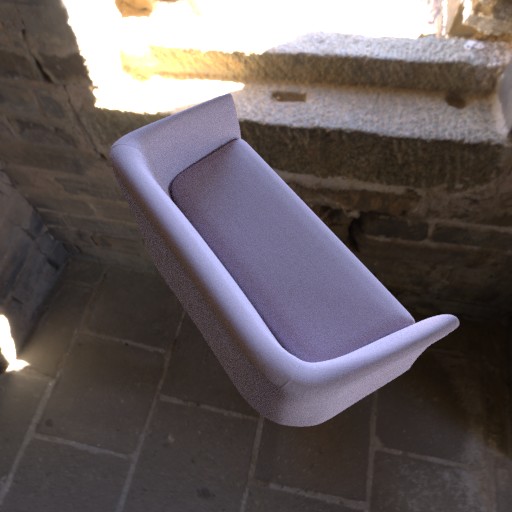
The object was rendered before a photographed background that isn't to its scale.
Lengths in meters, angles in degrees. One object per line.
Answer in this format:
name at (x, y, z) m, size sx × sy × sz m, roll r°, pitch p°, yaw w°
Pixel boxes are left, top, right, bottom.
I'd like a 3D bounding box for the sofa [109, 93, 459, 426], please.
sofa at (0.000, 0.000, 1.893) m, size 0.705 × 0.721 × 1.452 m, roll -31°, pitch 63°, yaw -17°
